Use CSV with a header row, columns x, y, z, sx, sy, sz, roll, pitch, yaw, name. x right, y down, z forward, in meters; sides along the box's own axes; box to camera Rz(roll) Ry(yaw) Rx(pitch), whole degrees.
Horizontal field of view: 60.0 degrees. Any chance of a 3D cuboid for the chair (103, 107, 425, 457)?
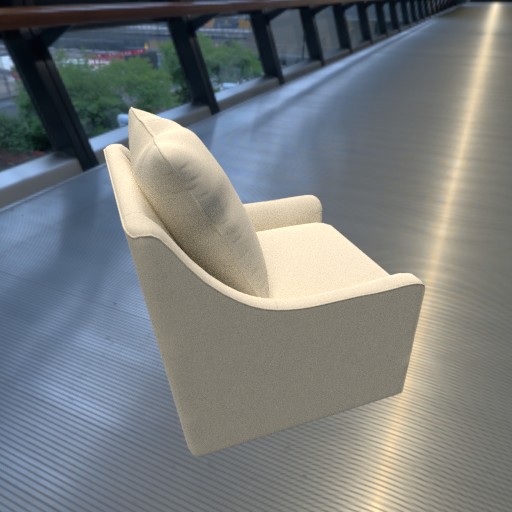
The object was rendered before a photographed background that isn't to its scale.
x,y,z,sx,sy,sz,roll,pitch,yaw,name
0.000,0.000,1.555,0.876,0.965,0.756,-10,31,-18,chair
